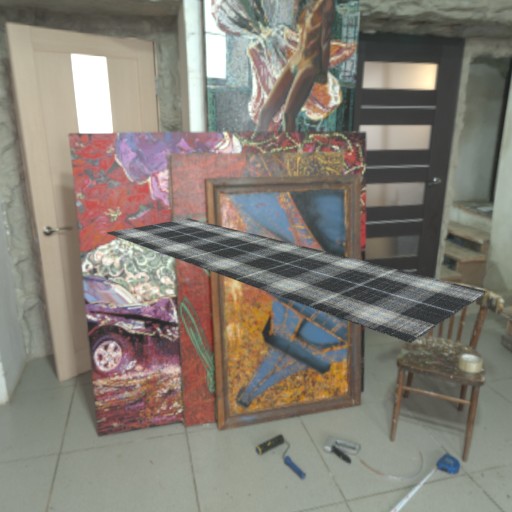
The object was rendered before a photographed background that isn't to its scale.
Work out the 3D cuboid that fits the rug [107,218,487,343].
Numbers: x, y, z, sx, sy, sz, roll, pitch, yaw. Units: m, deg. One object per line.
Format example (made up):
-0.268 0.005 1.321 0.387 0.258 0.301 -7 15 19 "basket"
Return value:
0.000 0.000 2.722 0.760 0.012 2.434 -15 22 -42 "rug"
